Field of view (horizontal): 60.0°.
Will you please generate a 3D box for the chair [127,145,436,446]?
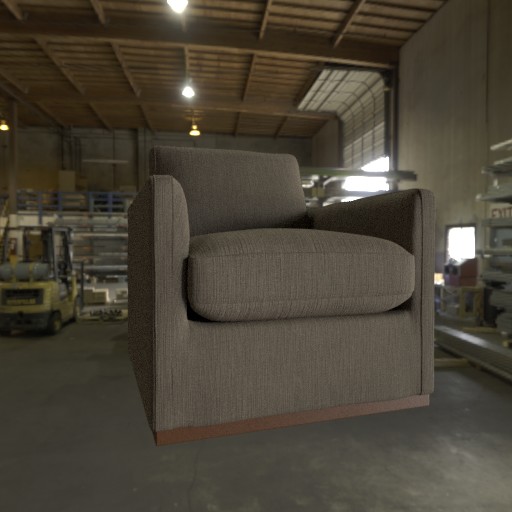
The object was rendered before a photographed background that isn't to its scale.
[{"bbox_3d":[0.000,0.000,1.436,0.763,0.811,0.834,0,1,-20],"label":"chair"}]
